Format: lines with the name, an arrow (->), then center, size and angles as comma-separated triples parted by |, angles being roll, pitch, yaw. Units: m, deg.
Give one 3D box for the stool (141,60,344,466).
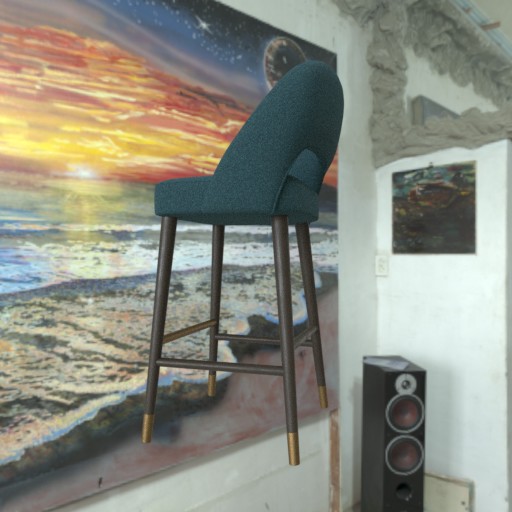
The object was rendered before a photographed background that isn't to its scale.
stool -> 0.000, 0.000, 1.359 | 0.522, 1.032, 0.536 | 0, 0, 18
